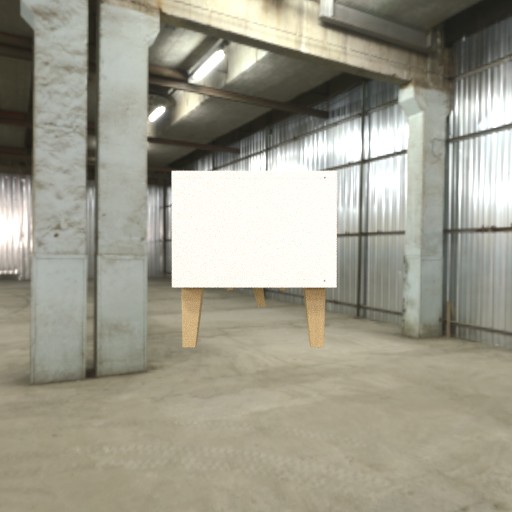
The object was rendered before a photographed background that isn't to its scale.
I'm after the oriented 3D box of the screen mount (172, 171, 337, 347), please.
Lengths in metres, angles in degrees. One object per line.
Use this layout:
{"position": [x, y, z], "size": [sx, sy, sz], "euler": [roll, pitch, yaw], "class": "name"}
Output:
{"position": [0.000, 0.000, 1.894], "size": [0.399, 0.432, 1.644], "euler": [0, 1, 0], "class": "screen mount"}
